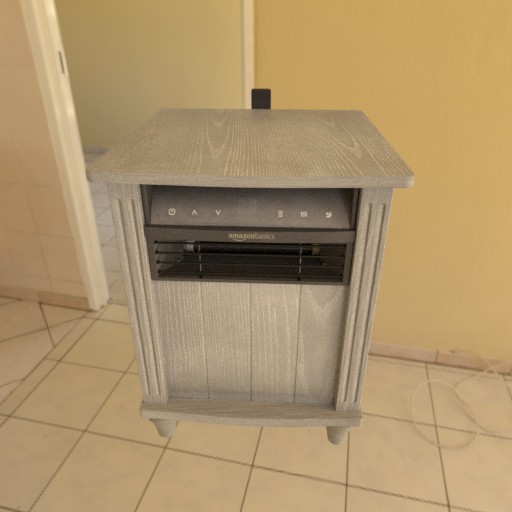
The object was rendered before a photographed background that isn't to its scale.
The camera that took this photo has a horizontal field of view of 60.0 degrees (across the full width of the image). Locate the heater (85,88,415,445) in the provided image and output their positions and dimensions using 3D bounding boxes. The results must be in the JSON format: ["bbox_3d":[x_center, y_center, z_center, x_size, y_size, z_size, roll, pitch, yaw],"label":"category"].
[{"bbox_3d":[0.000,0.000,0.744,0.362,0.481,0.400,1,29,3],"label":"heater"}]
